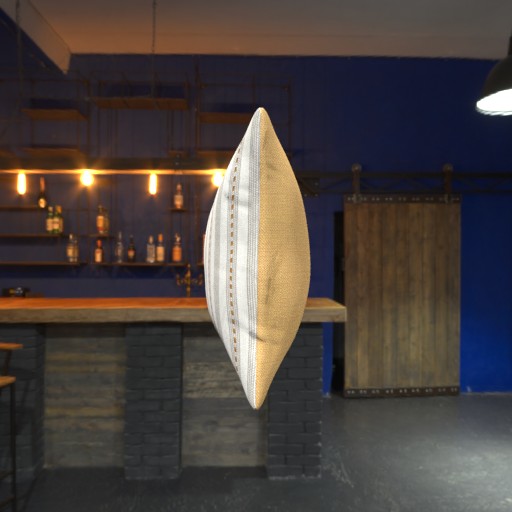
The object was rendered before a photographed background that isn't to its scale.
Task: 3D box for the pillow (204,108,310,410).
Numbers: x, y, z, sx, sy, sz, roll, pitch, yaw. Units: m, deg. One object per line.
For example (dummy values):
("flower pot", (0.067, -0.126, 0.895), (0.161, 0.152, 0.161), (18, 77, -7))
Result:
("pillow", (0.000, 0.000, 0.726), (0.151, 0.291, 0.608), (0, 0, 0))
